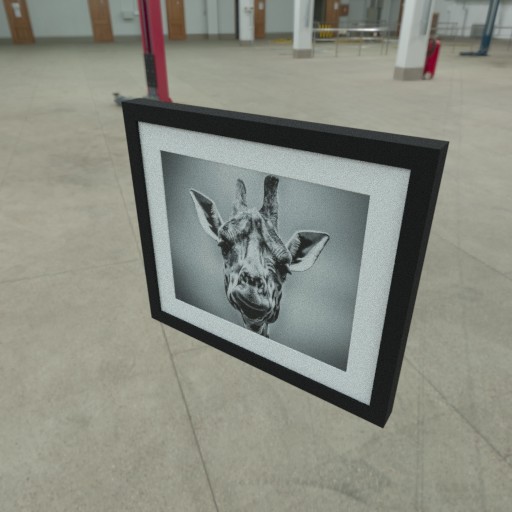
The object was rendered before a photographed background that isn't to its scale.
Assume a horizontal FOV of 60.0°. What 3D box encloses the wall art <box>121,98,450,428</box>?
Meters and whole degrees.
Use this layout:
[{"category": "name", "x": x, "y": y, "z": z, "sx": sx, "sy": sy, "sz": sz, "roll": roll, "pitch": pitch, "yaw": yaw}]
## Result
[{"category": "wall art", "x": 0.000, "y": 0.000, "z": 0.543, "sx": 0.381, "sy": 0.330, "sz": 0.031, "roll": 18, "pitch": 34, "yaw": 29}]
